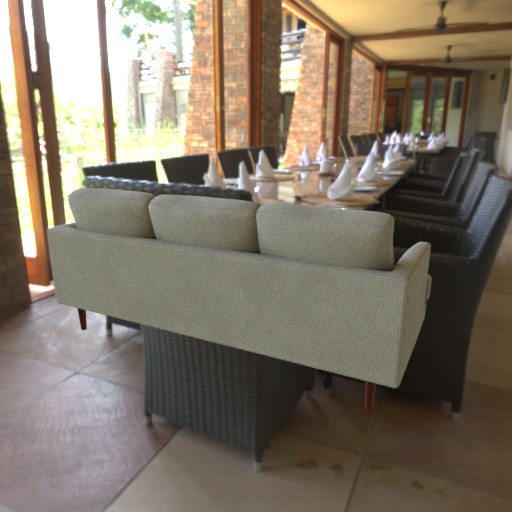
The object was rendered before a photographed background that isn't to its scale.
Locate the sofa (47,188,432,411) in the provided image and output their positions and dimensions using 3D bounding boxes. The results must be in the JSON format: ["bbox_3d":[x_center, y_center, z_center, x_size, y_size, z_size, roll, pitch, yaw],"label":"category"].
[{"bbox_3d":[0.000,0.000,3.018,2.233,0.956,1.504,8,18,26],"label":"sofa"}]
